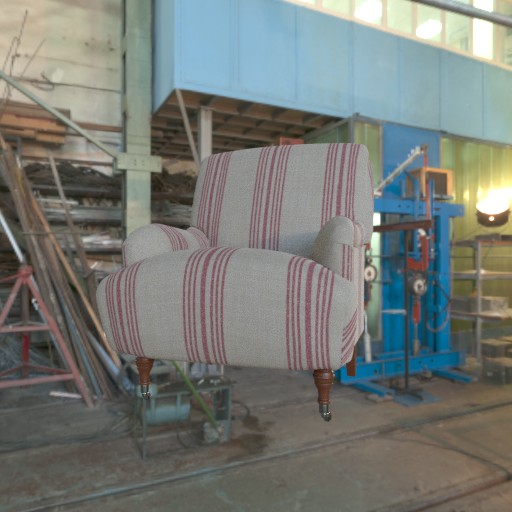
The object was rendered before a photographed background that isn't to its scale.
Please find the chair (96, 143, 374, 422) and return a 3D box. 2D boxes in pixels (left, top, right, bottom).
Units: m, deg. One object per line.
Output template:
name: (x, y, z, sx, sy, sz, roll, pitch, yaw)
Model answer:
chair: (0.000, 0.000, 1.898, 0.933, 1.123, 1.058, 0, 0, 19)
